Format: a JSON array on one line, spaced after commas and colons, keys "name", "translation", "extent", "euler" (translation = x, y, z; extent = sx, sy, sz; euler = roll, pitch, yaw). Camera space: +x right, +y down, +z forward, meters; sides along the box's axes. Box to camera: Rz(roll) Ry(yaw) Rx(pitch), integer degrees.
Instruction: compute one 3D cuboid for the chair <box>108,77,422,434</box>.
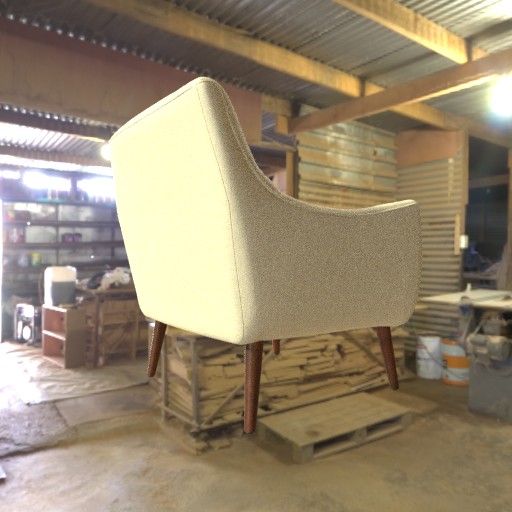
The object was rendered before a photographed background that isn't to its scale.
[{"name": "chair", "translation": [0.000, 0.000, 1.433], "extent": [0.787, 0.838, 0.762], "euler": [-1, 1, -36]}]
